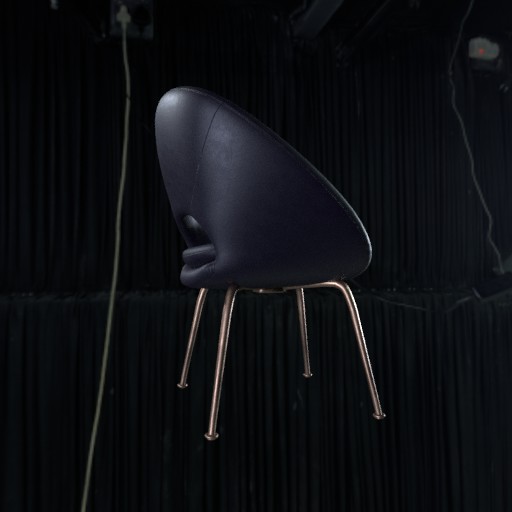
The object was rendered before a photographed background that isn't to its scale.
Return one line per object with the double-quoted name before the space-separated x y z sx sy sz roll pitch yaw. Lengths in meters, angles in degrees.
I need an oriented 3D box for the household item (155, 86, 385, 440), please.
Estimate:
"household item" 0.000 0.000 1.289 0.573 0.852 0.623 0 -1 -18
